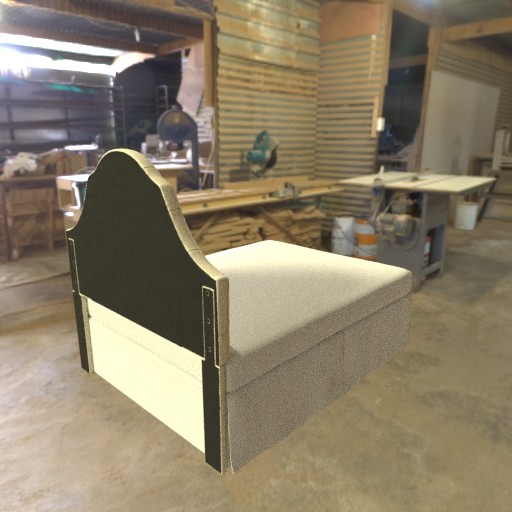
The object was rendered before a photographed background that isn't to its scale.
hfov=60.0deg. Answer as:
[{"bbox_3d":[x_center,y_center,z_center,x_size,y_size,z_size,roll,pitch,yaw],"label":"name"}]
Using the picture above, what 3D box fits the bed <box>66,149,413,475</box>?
[{"bbox_3d":[0.000,0.000,3.244,1.627,1.575,2.092,14,21,42],"label":"bed"}]
